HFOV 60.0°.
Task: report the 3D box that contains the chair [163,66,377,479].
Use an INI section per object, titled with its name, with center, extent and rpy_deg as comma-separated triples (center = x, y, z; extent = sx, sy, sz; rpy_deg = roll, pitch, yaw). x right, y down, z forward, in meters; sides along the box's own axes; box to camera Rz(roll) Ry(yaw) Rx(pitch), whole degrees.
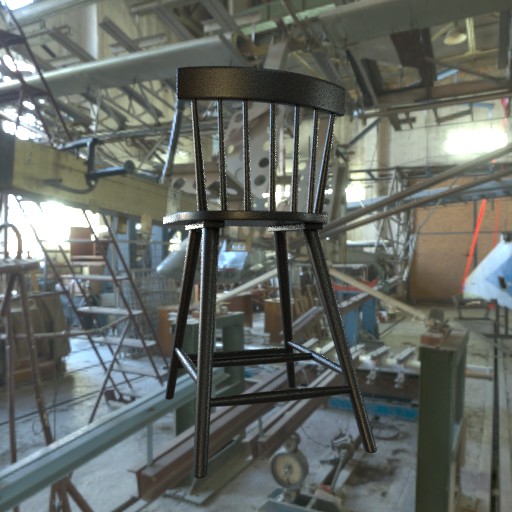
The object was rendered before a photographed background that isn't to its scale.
[chair]
center = 0.000, 0.000, 1.275
extent = 0.483, 0.952, 0.572
rpy_deg = 0, 0, -17
